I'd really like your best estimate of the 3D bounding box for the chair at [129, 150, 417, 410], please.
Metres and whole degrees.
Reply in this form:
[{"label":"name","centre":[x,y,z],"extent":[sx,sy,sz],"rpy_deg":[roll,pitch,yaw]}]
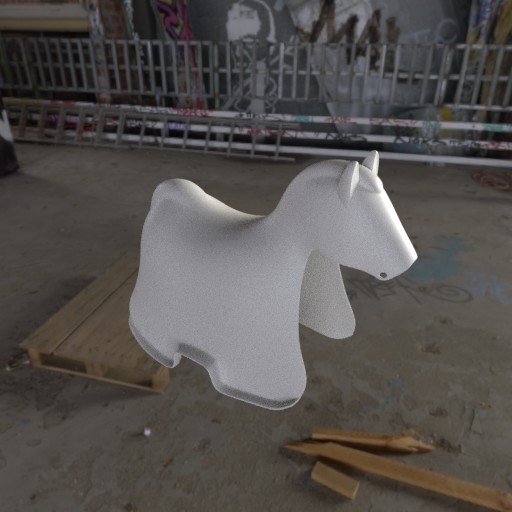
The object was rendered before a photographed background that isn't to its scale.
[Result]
[{"label":"chair","centre":[0.000,0.000,1.164],"extent":[0.800,0.612,0.429],"rpy_deg":[18,32,31]}]
